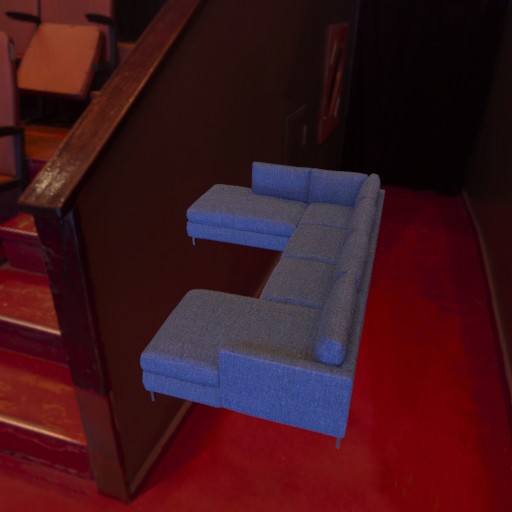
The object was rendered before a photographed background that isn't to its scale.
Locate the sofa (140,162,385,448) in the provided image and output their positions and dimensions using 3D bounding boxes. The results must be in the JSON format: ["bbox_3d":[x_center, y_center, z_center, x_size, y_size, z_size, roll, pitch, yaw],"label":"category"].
[{"bbox_3d":[0.000,0.000,3.670,1.879,0.753,2.737,9,32,15],"label":"sofa"}]
